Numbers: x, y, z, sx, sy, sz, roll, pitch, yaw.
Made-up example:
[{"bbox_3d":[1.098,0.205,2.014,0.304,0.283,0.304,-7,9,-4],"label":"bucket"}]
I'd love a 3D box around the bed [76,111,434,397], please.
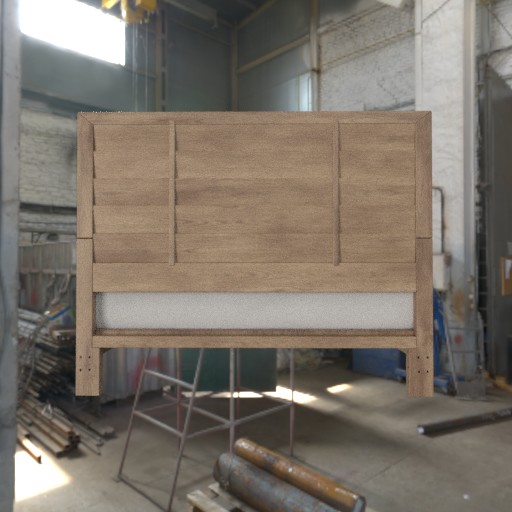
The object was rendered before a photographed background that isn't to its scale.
[{"bbox_3d":[0.000,0.000,3.554,2.032,1.626,2.062,0,-1,1],"label":"bed"}]
